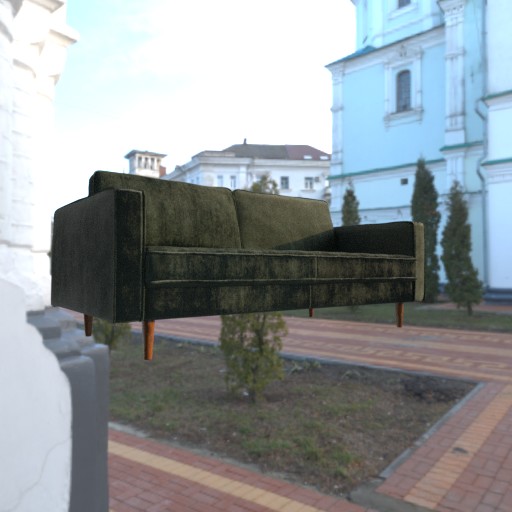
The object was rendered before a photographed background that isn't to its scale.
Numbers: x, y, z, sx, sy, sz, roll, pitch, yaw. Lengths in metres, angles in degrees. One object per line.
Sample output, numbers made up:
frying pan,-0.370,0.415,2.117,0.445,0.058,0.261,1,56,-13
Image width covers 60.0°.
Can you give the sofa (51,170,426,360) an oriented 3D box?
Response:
sofa,0.000,0.000,2.302,1.816,0.781,0.886,1,-2,-37
